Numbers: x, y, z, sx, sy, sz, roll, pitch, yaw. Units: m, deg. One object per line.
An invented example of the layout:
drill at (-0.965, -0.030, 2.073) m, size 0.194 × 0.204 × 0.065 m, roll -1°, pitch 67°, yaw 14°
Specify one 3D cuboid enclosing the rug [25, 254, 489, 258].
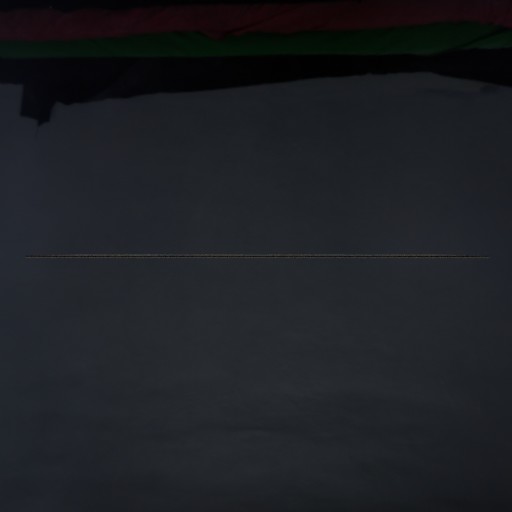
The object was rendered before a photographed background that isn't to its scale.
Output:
rug at (0.000, 0.000, 2.524) m, size 2.287 × 0.011 × 0.687 m, roll 0°, pitch 1°, yaw 1°
